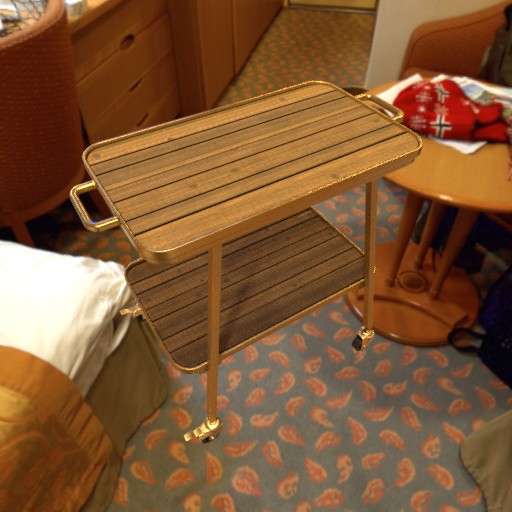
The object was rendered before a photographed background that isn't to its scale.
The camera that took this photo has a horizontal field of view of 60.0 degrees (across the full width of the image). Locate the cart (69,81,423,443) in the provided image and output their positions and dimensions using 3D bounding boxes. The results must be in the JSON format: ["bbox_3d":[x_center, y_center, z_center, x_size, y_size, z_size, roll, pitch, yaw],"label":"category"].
[{"bbox_3d":[0.000,0.000,1.239,0.806,0.700,0.524,-24,50,-22],"label":"cart"}]
